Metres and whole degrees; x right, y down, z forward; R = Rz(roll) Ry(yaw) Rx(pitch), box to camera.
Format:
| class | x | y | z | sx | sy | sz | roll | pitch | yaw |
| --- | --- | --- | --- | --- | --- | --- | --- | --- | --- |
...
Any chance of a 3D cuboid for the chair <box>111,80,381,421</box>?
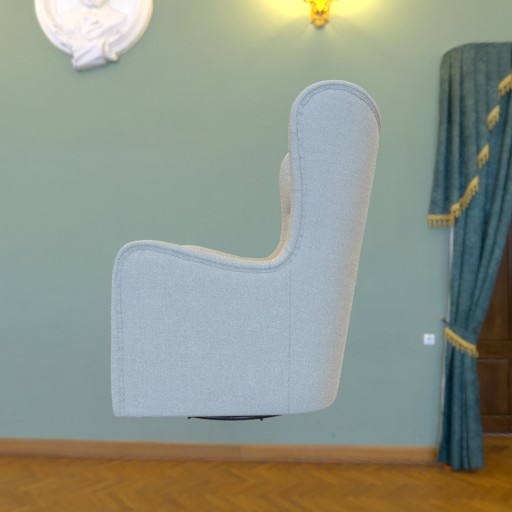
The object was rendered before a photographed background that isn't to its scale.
| class | x | y | z | sx | sy | sz | roll | pitch | yaw |
| --- | --- | --- | --- | --- | --- | --- | --- | --- | --- |
| chair | 0.000 | 0.000 | 1.752 | 0.929 | 1.079 | 0.831 | 0 | 0 | 1 |
